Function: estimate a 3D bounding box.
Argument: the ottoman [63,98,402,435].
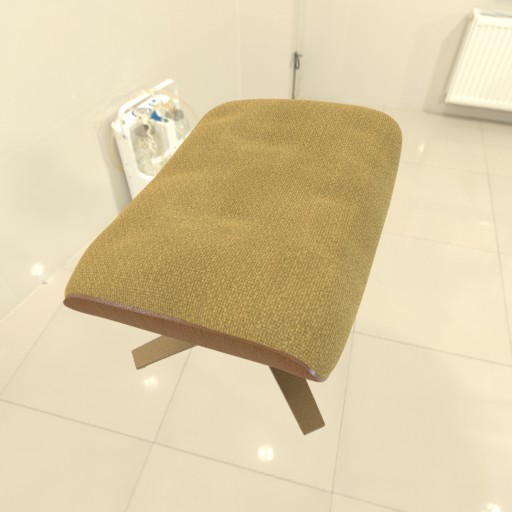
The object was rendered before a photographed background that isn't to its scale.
[{"bbox_3d":[0.000,0.000,0.787,0.394,0.391,0.520,17,50,14],"label":"ottoman"}]
